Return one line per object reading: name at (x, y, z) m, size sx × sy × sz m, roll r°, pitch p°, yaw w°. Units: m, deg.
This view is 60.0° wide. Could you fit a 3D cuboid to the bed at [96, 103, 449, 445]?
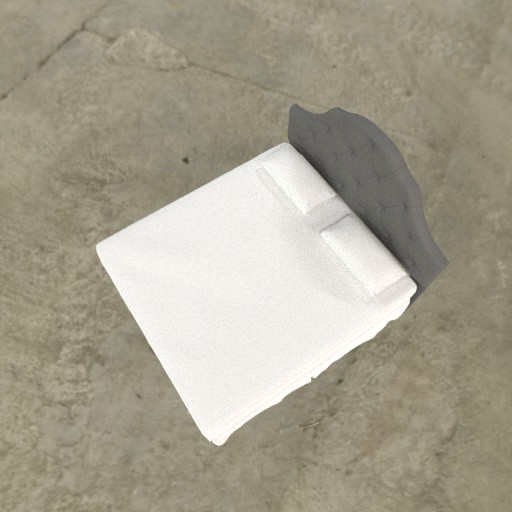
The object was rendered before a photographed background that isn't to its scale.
bed at (0.000, 0.000, 3.655) m, size 2.214 × 1.615 × 2.008 m, roll -31°, pitch 68°, yaw -14°
